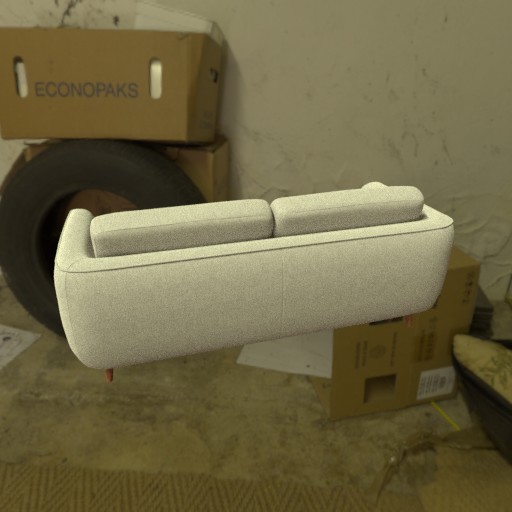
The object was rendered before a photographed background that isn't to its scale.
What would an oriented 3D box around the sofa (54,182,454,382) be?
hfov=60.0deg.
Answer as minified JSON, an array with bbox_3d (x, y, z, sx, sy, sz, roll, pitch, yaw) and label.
[{"bbox_3d":[0.000,0.000,2.479,2.000,0.850,0.920,-7,27,-15],"label":"sofa"}]
